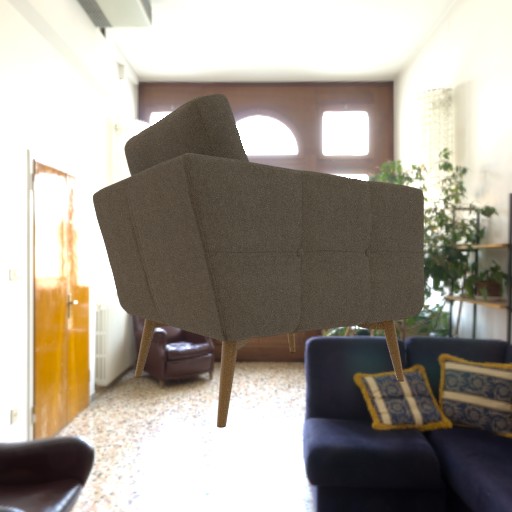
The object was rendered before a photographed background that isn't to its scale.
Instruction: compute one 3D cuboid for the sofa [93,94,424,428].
[{"bbox_3d":[0.000,0.000,1.535,0.920,0.860,0.770,0,-1,-35],"label":"sofa"}]
